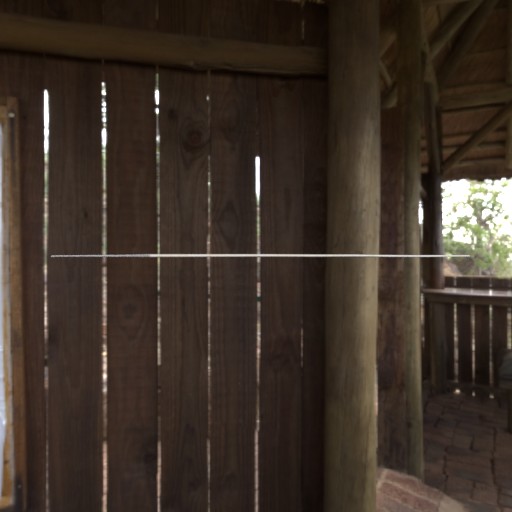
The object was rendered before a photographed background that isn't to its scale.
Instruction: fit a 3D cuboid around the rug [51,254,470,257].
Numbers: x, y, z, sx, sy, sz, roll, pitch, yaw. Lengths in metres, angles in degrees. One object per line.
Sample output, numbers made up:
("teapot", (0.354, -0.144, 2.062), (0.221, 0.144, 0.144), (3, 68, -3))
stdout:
("rug", (0.000, 0.000, 4.105), (3.055, 0.021, 2.410), (0, 0, -36))
